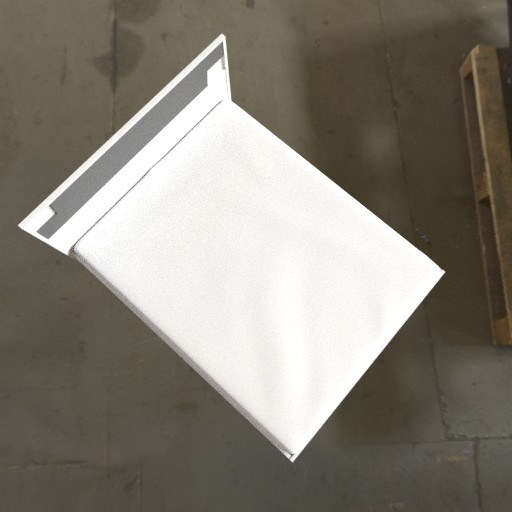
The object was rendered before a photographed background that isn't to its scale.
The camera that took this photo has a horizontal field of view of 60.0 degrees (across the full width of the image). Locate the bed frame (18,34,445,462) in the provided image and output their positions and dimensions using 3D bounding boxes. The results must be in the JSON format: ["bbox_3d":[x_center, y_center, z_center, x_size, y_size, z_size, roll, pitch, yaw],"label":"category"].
[{"bbox_3d":[0.000,0.000,2.991,2.100,1.001,1.711,41,80,9],"label":"bed frame"}]
